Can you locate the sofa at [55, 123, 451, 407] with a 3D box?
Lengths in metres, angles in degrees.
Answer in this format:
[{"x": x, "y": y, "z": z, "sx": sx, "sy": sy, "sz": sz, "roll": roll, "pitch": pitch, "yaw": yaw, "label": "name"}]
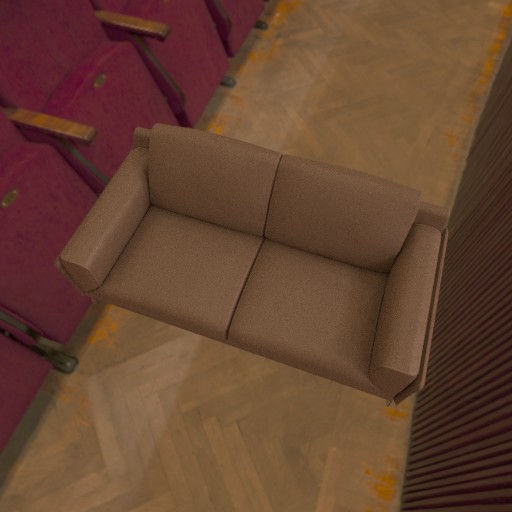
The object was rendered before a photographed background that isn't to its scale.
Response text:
[{"x": 0.000, "y": 0.000, "z": 2.683, "sx": 2.101, "sy": 0.930, "sz": 1.049, "roll": 17, "pitch": 60, "yaw": 10, "label": "sofa"}]
